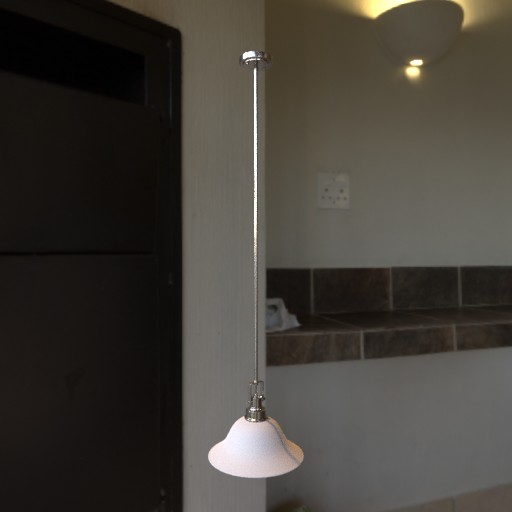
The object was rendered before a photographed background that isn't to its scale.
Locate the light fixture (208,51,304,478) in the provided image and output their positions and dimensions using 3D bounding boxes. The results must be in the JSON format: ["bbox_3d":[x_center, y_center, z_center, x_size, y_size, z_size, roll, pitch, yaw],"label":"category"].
[{"bbox_3d":[0.000,0.000,1.515,0.324,1.354,0.324,0,-1,-38],"label":"light fixture"}]
